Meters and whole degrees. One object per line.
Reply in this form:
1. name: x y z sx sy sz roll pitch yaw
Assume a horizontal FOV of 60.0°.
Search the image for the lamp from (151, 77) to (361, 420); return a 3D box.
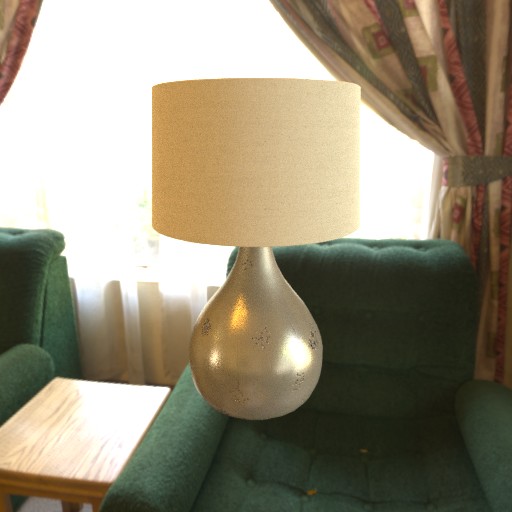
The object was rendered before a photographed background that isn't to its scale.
1. lamp: 0.000 0.000 0.736 0.330 0.521 0.330 0 16 0
